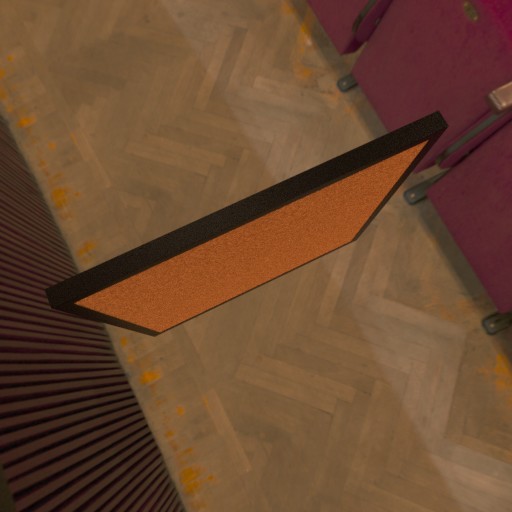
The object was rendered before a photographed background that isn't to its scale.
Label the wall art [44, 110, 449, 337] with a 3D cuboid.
[{"bbox_3d":[0.000,0.000,1.130,0.756,0.755,0.036,-25,78,-6],"label":"wall art"}]
